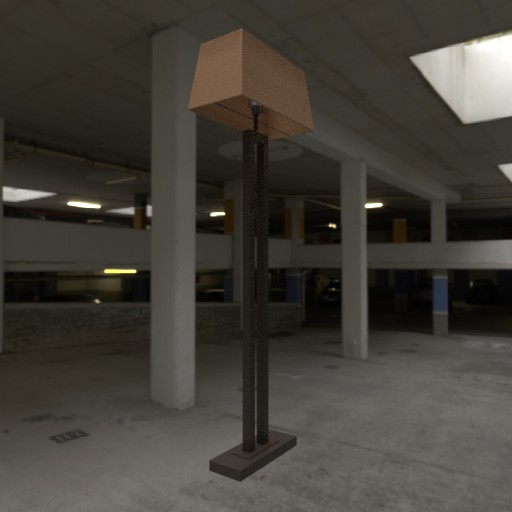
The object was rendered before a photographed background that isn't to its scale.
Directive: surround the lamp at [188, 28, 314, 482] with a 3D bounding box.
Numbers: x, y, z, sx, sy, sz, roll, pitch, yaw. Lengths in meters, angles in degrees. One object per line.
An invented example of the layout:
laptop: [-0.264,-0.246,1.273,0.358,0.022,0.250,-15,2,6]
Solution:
lamp: [0.000,0.000,1.631,0.233,1.469,0.475,-1,-1,36]
